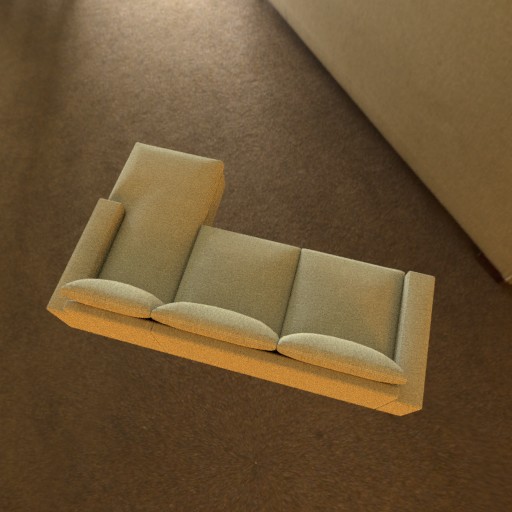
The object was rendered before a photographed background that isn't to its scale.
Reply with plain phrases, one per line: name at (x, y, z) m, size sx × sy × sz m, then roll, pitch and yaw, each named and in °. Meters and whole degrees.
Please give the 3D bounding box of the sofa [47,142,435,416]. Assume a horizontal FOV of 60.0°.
sofa at (0.000, 0.000, 3.503) m, size 2.718 × 0.813 × 1.689 m, roll 14°, pitch 66°, yaw 6°
